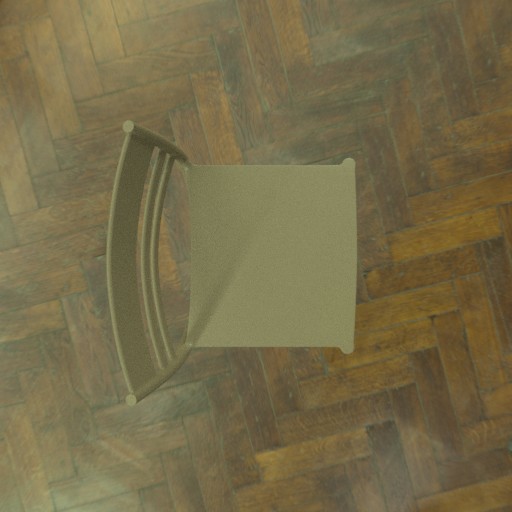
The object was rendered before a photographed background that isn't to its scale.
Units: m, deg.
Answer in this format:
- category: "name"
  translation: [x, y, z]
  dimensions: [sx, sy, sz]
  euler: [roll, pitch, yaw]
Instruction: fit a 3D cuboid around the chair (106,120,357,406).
- category: "chair"
  translation: [0.000, 0.000, 1.127]
  dimensions: [0.511, 0.800, 0.531]
  euler: [0, 92, 0]
